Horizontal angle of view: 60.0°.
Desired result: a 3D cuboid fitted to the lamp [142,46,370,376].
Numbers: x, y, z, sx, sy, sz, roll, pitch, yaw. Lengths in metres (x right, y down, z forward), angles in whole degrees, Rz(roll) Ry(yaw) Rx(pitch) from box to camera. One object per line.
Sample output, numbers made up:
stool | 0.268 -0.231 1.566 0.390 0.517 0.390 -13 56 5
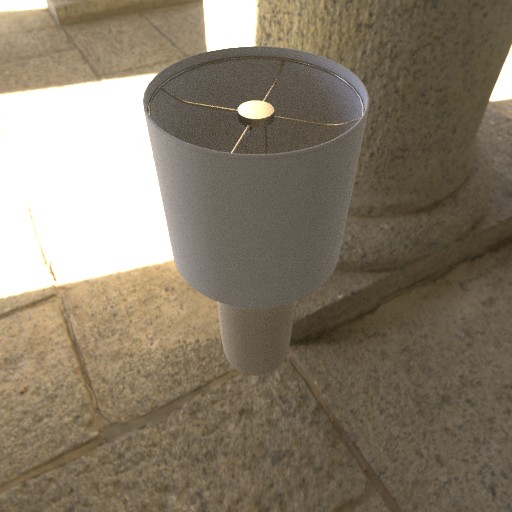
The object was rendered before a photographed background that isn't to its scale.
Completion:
lamp | 0.000 0.000 0.610 0.220 0.475 0.220 24 51 21
